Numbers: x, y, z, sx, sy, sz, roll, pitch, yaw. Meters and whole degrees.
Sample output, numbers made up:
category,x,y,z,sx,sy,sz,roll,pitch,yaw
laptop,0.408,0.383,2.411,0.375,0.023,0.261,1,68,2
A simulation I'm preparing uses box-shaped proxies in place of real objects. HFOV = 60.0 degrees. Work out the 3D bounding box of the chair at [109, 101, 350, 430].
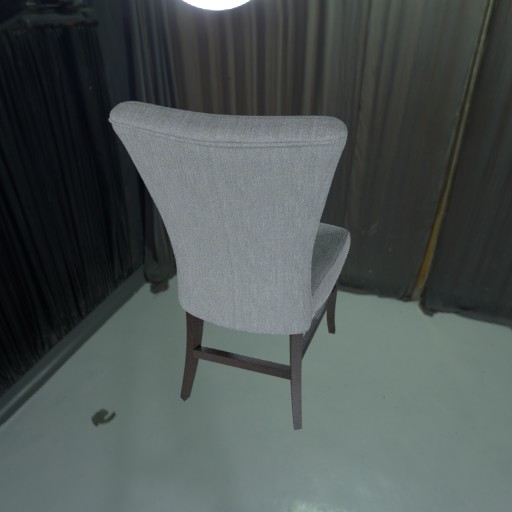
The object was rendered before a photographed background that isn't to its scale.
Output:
category,x,y,z,sx,sy,sz,roll,pitch,yaw
chair,0.000,0.000,1.365,0.520,0.991,0.660,9,33,15
